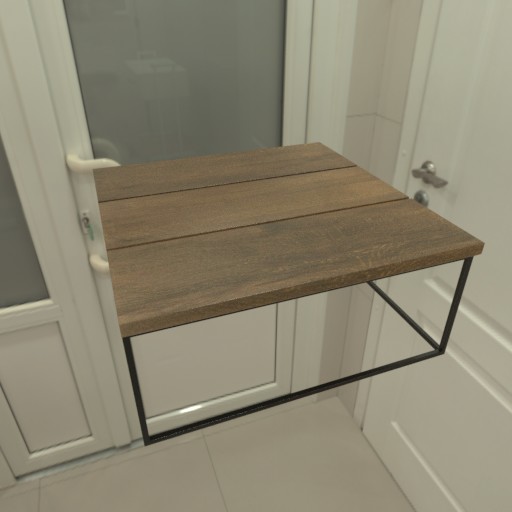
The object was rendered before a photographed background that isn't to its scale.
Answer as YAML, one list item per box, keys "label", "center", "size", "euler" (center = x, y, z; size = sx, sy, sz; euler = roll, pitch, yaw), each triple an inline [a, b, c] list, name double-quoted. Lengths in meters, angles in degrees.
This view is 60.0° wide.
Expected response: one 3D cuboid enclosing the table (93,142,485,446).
- label: "table"
  center: [0.000, 0.000, 1.450]
  size: [0.900, 0.400, 0.900]
  euler: [-11, 33, -17]
